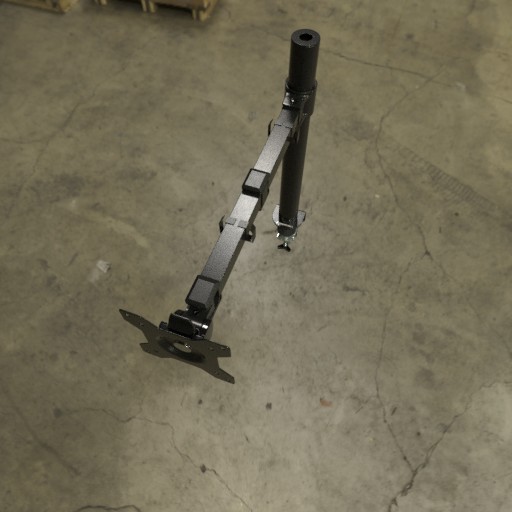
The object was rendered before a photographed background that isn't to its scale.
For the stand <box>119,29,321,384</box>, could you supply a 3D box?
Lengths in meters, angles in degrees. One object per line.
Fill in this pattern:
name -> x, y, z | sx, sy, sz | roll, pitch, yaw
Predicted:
stand -> 0.000, 0.000, 0.706 | 0.115, 0.510, 0.456 | 17, 59, 10
